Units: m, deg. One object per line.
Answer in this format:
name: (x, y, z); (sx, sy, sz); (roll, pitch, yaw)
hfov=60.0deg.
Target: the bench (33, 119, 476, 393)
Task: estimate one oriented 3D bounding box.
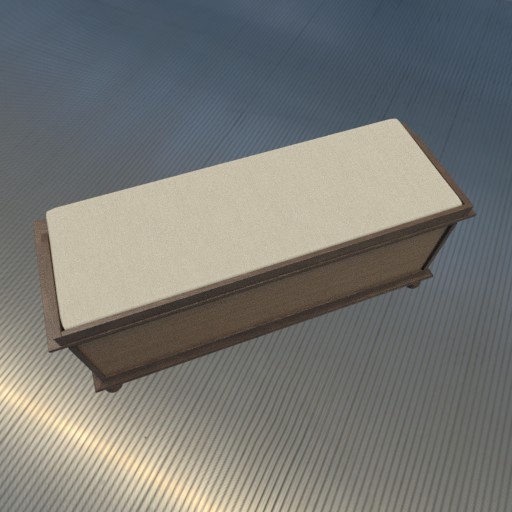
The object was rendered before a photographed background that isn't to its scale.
bench: (0.000, 0.000, 1.418); (1.185, 0.501, 0.402); (-17, 60, -10)
